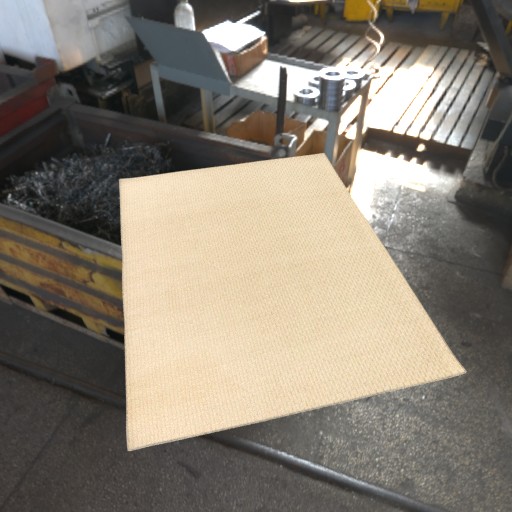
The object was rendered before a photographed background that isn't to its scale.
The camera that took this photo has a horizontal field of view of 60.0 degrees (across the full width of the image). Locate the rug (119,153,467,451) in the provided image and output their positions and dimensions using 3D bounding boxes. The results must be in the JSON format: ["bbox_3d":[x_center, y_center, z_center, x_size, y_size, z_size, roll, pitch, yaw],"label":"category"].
[{"bbox_3d":[0.000,0.000,3.846,2.277,0.035,2.897,-9,46,-9],"label":"rug"}]
